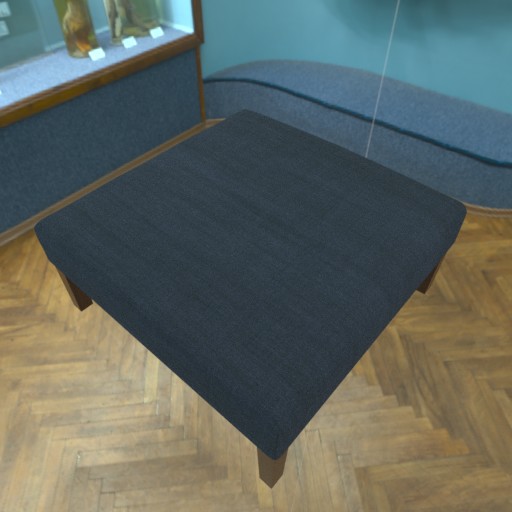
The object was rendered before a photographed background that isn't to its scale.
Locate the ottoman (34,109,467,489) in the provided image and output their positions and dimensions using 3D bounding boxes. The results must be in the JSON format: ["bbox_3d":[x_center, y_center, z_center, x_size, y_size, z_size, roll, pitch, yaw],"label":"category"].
[{"bbox_3d":[0.000,0.000,1.375,0.890,0.411,0.889,32,54,27],"label":"ottoman"}]
